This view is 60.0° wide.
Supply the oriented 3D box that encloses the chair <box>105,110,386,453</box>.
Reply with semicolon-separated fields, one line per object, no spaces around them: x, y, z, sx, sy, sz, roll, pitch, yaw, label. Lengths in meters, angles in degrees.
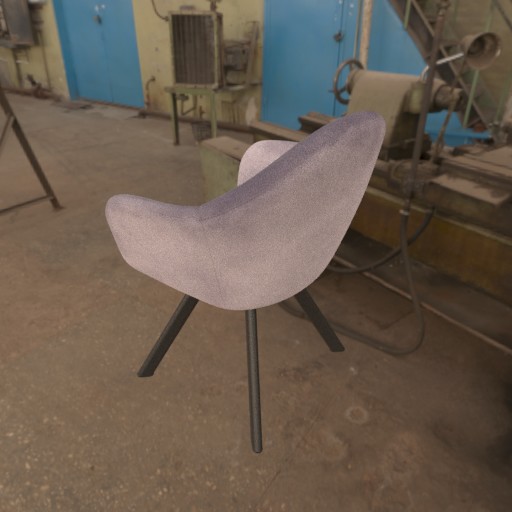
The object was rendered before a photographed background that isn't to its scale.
0.000;0.000;1.154;0.540;0.780;0.570;20;35;31;chair
